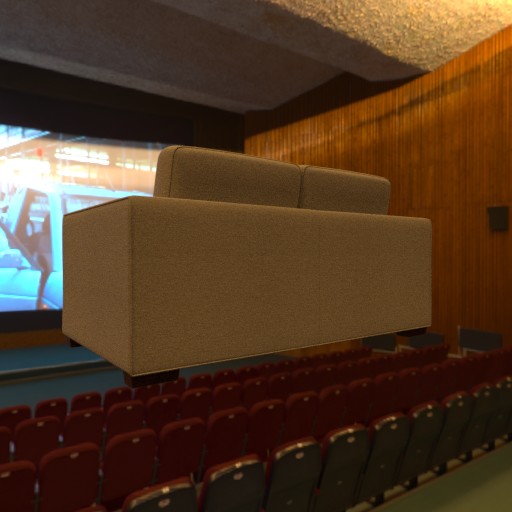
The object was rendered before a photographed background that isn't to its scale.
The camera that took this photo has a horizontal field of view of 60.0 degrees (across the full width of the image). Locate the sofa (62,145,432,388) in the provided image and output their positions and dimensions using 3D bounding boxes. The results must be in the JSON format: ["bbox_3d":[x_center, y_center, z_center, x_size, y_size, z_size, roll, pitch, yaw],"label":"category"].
[{"bbox_3d":[0.000,0.000,2.457,1.812,0.924,1.007,0,0,-36],"label":"sofa"}]
